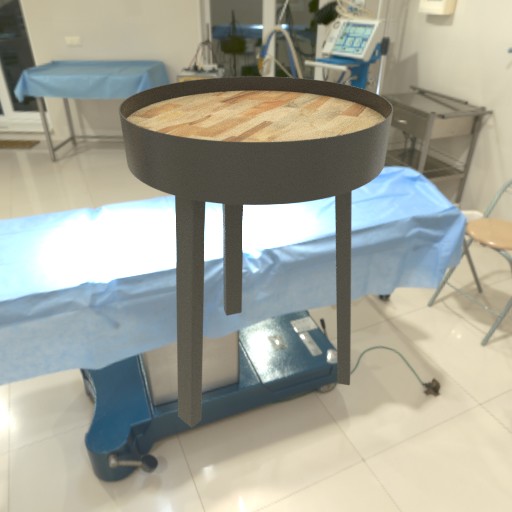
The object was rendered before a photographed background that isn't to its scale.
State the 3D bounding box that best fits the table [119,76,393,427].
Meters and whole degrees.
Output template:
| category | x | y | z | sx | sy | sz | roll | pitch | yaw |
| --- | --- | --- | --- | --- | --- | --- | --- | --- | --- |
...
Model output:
| category | x | y | z | sx | sy | sz | roll | pitch | yaw |
| --- | --- | --- | --- | --- | --- | --- | --- | --- | --- |
| table | 0.000 | 0.000 | 0.826 | 0.406 | 0.559 | 0.406 | 0 | 32 | 0 |
